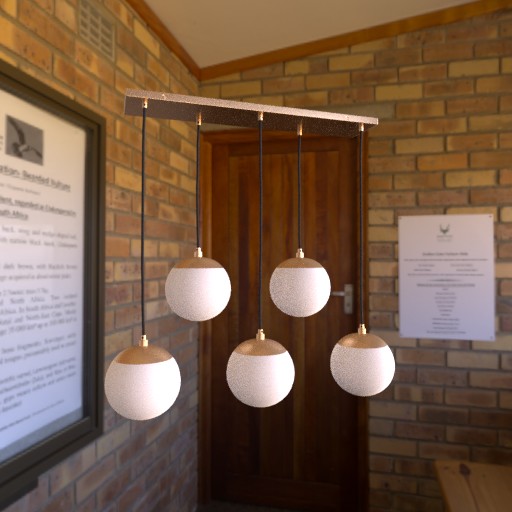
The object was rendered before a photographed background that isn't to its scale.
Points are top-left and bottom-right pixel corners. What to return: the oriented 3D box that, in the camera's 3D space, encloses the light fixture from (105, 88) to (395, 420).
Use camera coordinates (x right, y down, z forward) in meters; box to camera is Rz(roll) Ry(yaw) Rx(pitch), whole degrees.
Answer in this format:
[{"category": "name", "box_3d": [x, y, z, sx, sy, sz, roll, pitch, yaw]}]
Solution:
[{"category": "light fixture", "box_3d": [0.000, 0.000, 1.343, 0.863, 0.869, 0.299, 0, -1, -18]}]
